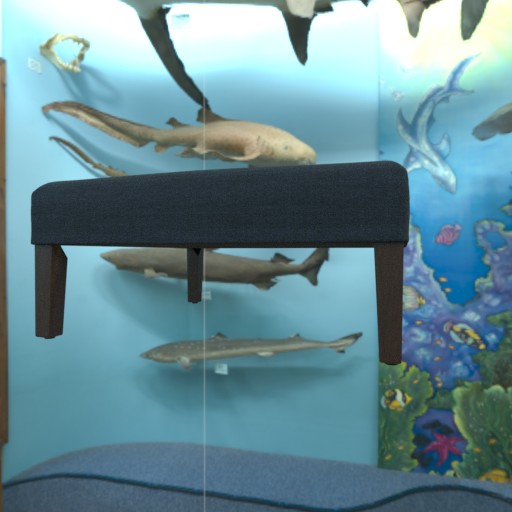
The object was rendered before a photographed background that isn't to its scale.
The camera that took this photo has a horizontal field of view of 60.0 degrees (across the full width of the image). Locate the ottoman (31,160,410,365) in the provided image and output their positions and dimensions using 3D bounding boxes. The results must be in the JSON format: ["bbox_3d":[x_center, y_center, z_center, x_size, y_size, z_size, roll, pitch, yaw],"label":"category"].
[{"bbox_3d":[0.000,0.000,1.374,0.890,0.411,0.889,0,0,18],"label":"ottoman"}]
